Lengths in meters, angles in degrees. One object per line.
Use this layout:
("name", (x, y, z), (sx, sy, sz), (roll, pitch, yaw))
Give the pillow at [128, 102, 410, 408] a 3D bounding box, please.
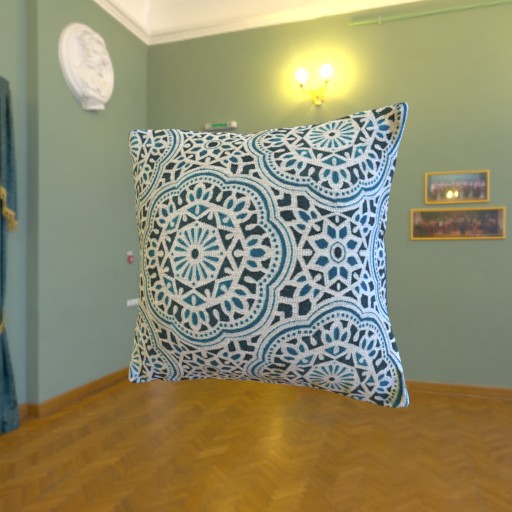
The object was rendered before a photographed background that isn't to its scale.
("pillow", (0.000, 0.000, 0.669), (0.440, 0.420, 0.145), (0, 0, 16))
